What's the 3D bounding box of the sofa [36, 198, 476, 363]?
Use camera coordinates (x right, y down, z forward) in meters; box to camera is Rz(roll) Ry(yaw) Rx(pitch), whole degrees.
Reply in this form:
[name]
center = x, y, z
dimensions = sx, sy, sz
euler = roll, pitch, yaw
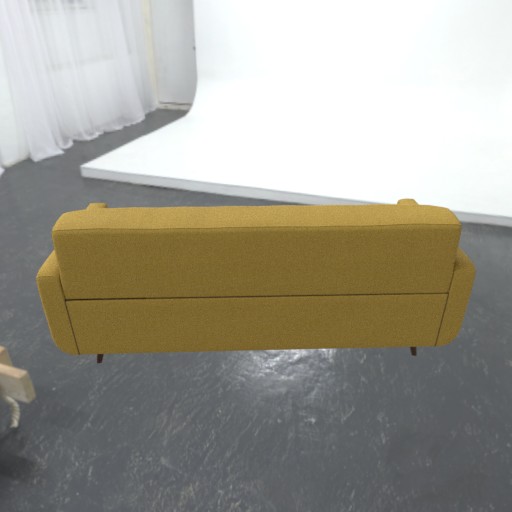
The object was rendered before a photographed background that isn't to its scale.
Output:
[sofa]
center = 0.000, 0.000, 2.488
dimensions = 2.029, 0.841, 0.909
euler = -1, 30, -2
